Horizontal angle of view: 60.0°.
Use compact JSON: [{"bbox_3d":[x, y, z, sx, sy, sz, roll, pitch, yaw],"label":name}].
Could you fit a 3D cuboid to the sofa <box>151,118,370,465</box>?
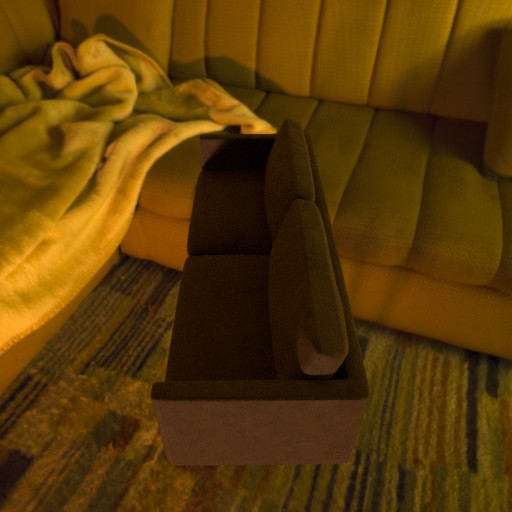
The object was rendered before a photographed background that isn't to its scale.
[{"bbox_3d":[0.000,0.000,2.912,0.951,0.965,2.434,0,41,-1],"label":"sofa"}]
